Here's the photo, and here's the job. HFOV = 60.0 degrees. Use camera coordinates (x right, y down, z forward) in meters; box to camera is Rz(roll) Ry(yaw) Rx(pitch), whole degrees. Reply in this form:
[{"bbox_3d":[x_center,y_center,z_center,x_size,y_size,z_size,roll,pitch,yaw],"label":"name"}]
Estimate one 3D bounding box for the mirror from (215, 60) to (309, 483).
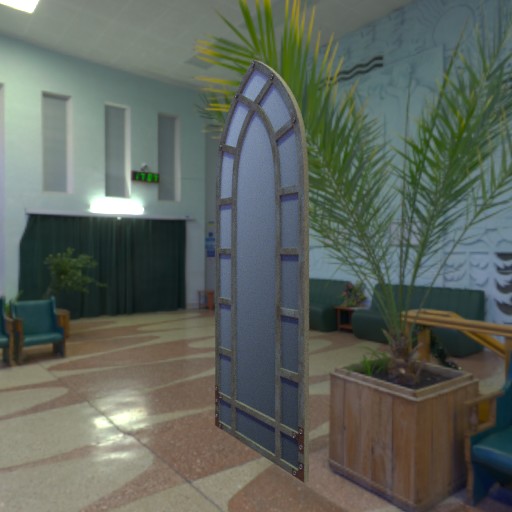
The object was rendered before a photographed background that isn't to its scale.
[{"bbox_3d":[0.000,0.000,1.339,0.025,1.175,0.464,-1,1,-35],"label":"mirror"}]
